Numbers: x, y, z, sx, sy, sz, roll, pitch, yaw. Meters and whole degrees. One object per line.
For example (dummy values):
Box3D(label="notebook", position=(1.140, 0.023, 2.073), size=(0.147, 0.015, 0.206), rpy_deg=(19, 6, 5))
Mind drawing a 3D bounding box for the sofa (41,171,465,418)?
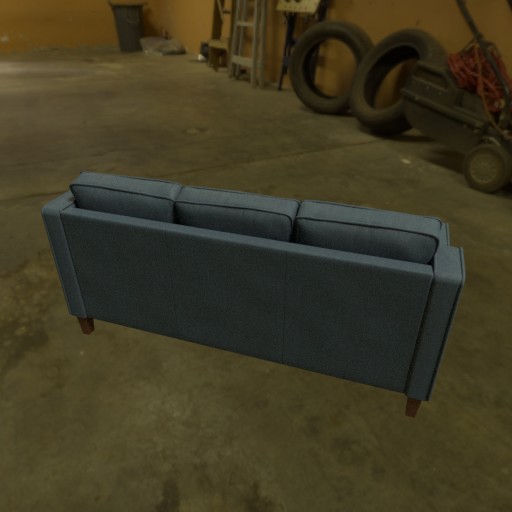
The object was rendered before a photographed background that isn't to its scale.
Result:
Box3D(label="sofa", position=(0.000, 0.000, 2.489), size=(1.986, 0.974, 0.911), rpy_deg=(10, 32, 16))
